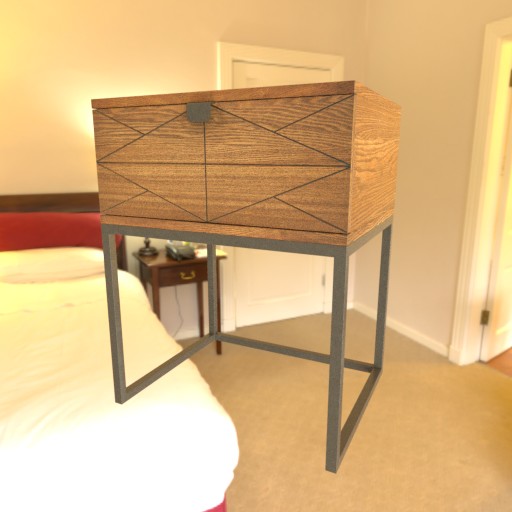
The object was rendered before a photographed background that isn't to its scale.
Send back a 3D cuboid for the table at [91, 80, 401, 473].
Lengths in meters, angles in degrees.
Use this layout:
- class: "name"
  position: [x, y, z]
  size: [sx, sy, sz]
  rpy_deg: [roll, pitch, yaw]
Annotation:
- class: "table"
  position: [0.000, 0.000, 0.928]
  size: [0.482, 0.610, 0.400]
  rpy_deg: [6, 15, 26]
